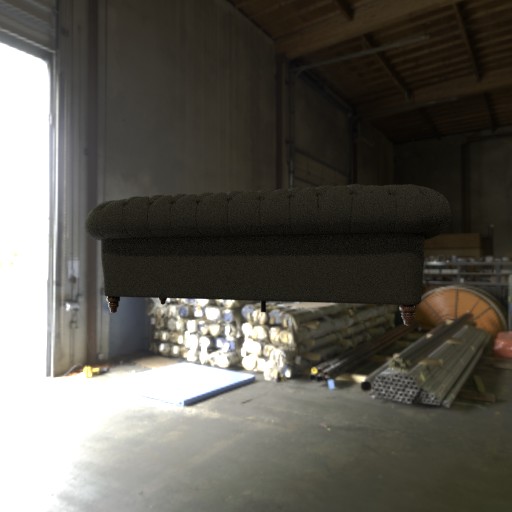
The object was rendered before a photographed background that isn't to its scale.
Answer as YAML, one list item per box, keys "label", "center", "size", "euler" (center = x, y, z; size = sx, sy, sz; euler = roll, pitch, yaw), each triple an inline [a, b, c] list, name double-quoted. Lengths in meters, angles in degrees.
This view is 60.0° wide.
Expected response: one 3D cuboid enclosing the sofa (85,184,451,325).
- label: "sofa"
  center: [0.000, 0.000, 2.892]
  size: [2.362, 0.762, 0.991]
  euler: [0, -1, 19]
